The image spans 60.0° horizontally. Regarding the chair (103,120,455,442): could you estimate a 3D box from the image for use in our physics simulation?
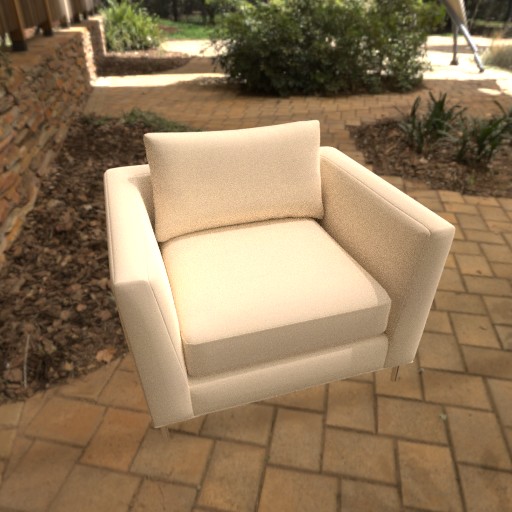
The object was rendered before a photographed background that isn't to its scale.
[{"bbox_3d":[0.000,0.000,1.716,1.041,0.865,0.889,-9,32,-15],"label":"chair"}]
